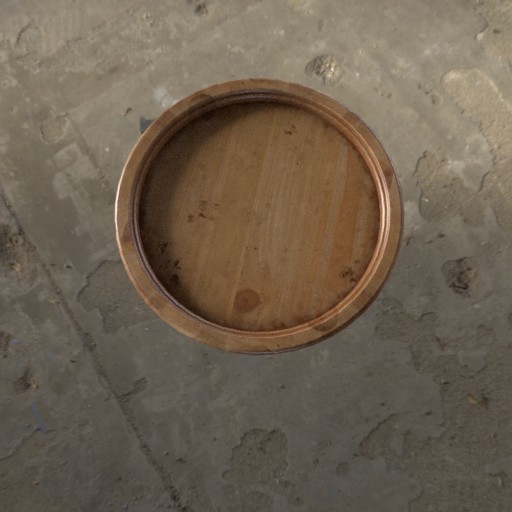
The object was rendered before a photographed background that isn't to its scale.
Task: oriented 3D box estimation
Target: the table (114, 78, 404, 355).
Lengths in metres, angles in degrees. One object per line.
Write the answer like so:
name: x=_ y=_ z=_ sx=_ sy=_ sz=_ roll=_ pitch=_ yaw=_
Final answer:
table: x=0.000 y=0.000 z=0.945 sx=0.418 sy=0.664 sz=0.414 roll=-13 pitch=78 yaw=-3
